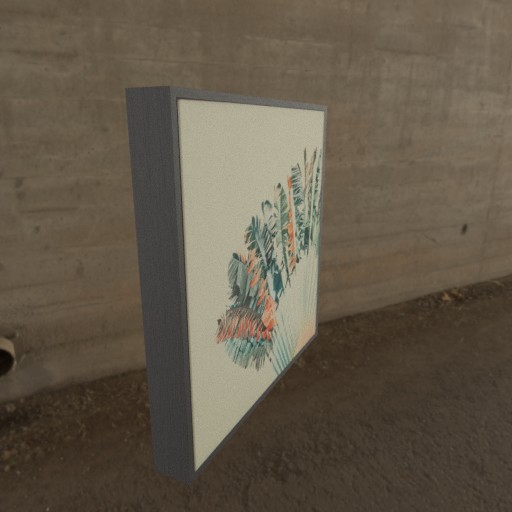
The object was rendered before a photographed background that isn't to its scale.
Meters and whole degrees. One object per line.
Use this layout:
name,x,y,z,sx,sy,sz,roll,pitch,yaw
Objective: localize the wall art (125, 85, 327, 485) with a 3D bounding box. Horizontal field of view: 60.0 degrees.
wall art,0.000,0.000,0.450,0.036,0.300,0.302,8,18,26
